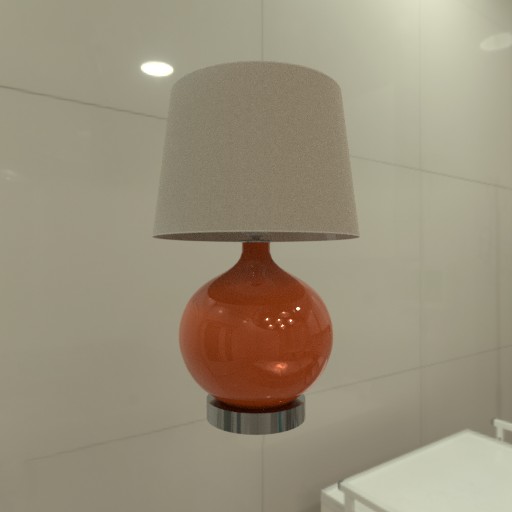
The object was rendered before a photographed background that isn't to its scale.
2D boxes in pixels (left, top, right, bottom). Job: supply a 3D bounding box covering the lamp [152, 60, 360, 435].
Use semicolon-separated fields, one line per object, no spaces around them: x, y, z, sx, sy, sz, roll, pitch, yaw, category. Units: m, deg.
0.000;0.000;0.540;0.247;0.387;0.247;0;0;0;lamp
